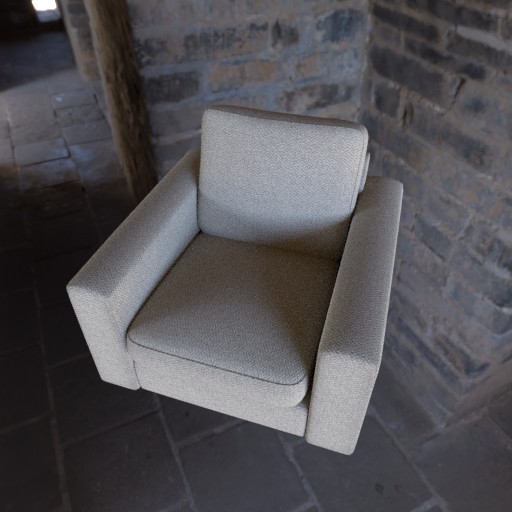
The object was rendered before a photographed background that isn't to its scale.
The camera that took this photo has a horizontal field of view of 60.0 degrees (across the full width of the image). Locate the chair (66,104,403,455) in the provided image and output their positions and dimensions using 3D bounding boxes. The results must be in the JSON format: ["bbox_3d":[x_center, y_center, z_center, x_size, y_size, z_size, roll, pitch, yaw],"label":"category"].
[{"bbox_3d":[0.000,0.000,1.719,1.005,0.873,1.016,12,42,13],"label":"chair"}]
